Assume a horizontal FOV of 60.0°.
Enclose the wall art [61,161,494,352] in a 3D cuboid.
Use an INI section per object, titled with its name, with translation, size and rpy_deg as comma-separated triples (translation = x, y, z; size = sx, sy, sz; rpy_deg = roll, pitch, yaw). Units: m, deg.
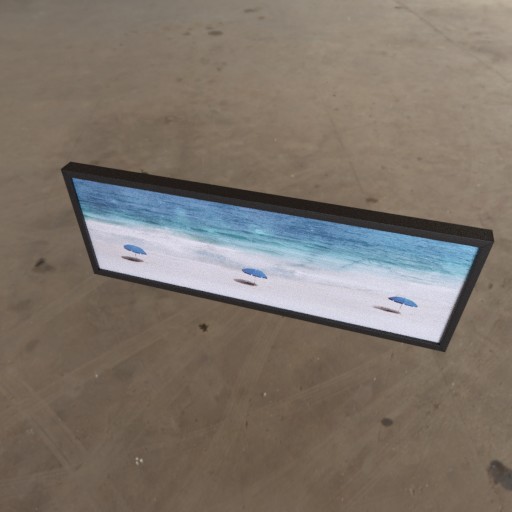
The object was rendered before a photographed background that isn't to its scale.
[wall art]
translation = 0.000, 0.000, 0.962
size = 0.860, 0.303, 0.037
rpy_deg = 11, 42, 13
